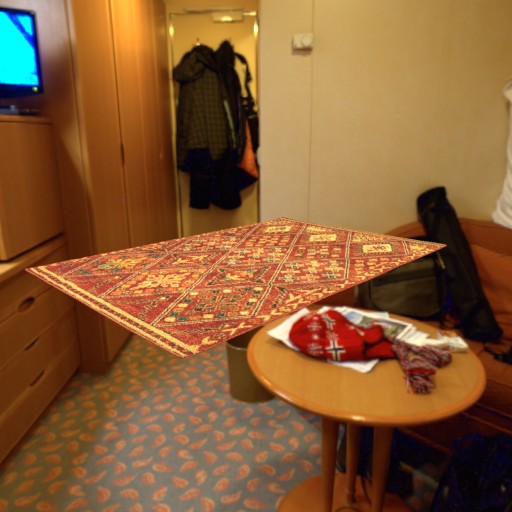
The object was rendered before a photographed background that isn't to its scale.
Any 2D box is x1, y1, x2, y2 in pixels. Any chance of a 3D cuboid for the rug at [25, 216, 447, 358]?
[{"bbox_3d":[0.000,0.000,2.835,1.521,0.026,2.286,15,21,43],"label":"rug"}]
